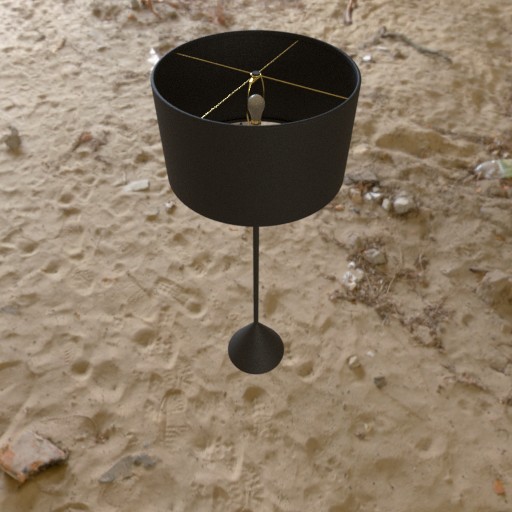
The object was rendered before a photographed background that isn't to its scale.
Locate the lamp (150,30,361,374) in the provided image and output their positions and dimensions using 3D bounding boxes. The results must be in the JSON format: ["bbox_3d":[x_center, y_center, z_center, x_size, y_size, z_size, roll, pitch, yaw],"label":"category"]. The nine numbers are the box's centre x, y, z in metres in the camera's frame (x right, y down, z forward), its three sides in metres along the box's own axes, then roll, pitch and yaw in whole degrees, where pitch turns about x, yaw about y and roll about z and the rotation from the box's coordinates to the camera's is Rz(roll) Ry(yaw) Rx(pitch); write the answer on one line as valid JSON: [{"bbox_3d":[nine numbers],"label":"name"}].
[{"bbox_3d":[0.000,0.000,1.793,0.580,1.526,0.580,23,52,20],"label":"lamp"}]
